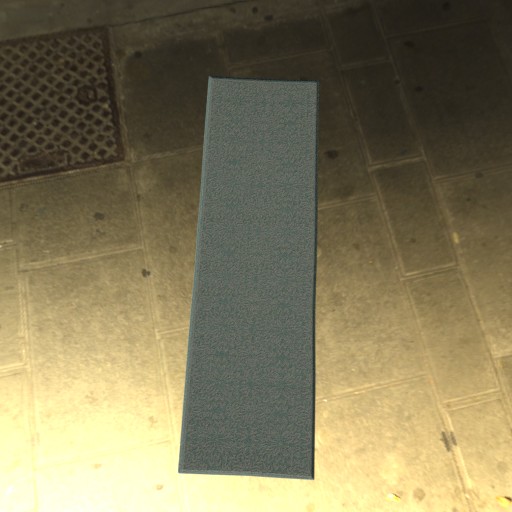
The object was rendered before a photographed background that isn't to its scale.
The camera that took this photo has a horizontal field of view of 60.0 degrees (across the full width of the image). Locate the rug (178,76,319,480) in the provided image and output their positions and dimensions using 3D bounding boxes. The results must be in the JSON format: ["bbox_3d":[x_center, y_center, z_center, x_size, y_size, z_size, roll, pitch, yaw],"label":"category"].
[{"bbox_3d":[0.000,0.000,2.397,0.662,0.011,2.196,2,76,1],"label":"rug"}]
